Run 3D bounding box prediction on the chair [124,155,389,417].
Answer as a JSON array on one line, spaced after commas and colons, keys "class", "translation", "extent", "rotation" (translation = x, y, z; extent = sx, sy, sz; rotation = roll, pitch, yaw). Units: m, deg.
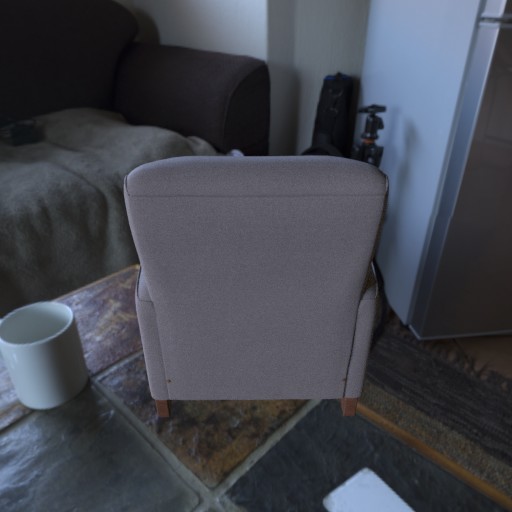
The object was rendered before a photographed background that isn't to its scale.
[{"class": "chair", "translation": [0.000, 0.000, 1.715], "extent": [0.845, 1.023, 0.859], "rotation": [0, 32, -1]}]
